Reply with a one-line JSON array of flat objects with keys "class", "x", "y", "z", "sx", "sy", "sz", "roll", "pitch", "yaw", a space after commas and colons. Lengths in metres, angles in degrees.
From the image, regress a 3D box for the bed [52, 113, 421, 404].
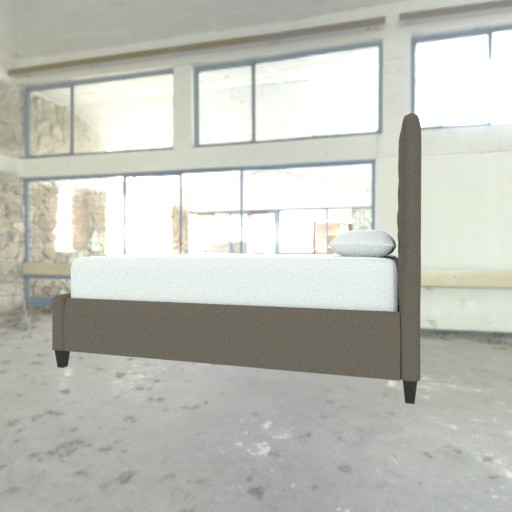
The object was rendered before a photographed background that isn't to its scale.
[{"class": "bed", "x": 0.000, "y": 0.000, "z": 3.286, "sx": 2.233, "sy": 1.426, "sz": 1.696, "roll": 0, "pitch": 1, "yaw": 18}]
